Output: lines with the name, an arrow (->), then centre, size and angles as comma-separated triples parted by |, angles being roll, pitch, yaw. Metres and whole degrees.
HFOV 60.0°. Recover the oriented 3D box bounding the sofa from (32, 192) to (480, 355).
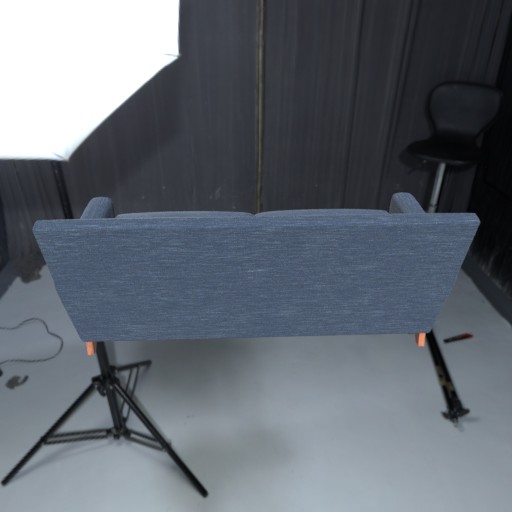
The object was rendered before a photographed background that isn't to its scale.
sofa -> 0.000, 0.000, 2.454 | 1.976, 0.846, 0.875 | -1, 30, -2
